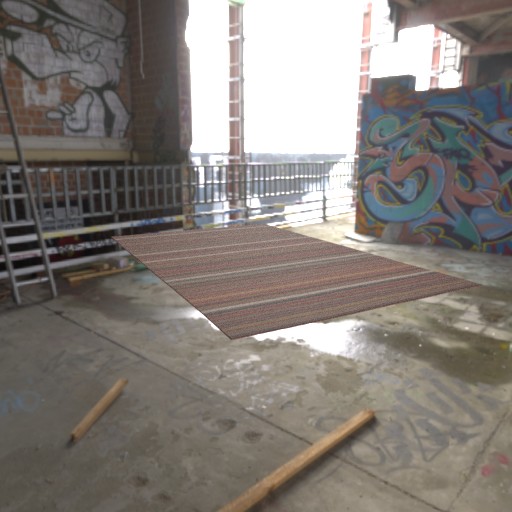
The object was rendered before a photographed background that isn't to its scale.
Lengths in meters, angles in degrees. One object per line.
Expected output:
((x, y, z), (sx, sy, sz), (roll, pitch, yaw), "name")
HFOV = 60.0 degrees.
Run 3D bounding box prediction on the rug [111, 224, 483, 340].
((0.000, 0.000, 3.116), (1.523, 0.008, 2.438), (-7, 15, -27), "rug")
